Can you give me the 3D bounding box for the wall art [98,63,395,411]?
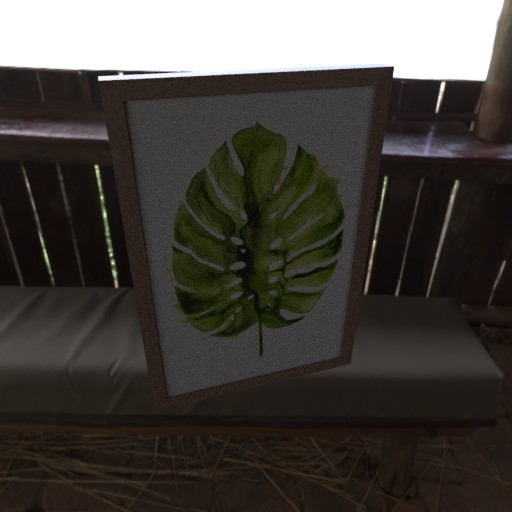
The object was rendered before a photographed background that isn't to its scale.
[{"bbox_3d":[0.000,0.000,0.656,0.358,0.510,0.032,-9,32,-15],"label":"wall art"}]
